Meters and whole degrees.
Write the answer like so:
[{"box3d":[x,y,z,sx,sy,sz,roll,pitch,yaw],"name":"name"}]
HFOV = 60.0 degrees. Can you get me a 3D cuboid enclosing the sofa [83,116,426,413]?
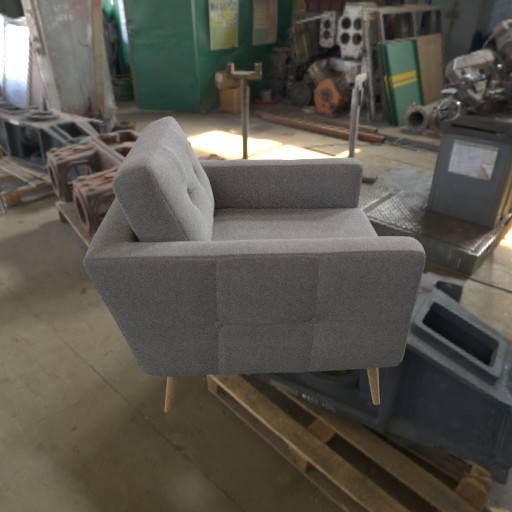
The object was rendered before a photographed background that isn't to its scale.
[{"box3d":[0.000,0.000,1.555,0.920,0.860,0.770,-1,31,-2],"name":"sofa"}]
